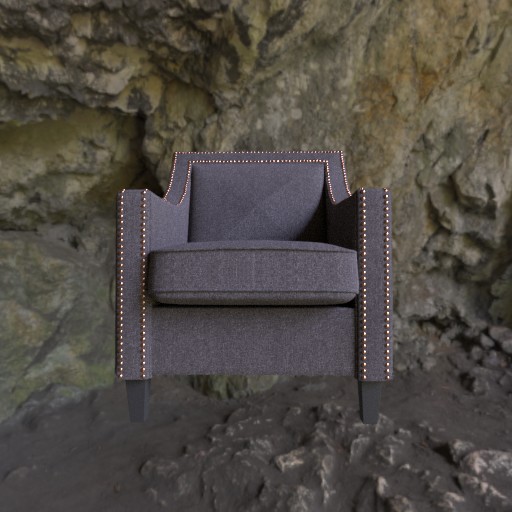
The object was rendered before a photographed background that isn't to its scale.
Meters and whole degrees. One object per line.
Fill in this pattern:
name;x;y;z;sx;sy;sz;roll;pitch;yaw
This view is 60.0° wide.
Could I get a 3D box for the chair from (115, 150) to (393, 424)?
chair;0.000;0.000;1.606;0.776;0.967;0.884;0;-2;1
